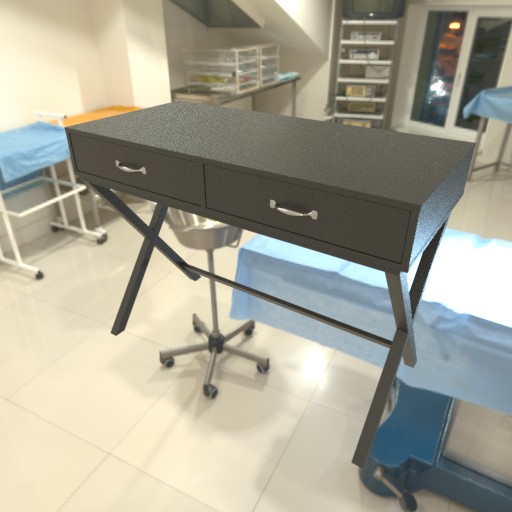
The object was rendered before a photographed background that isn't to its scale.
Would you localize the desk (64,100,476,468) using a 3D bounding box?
[{"bbox_3d":[0.000,0.000,1.438,1.057,0.780,0.525,18,35,29],"label":"desk"}]
